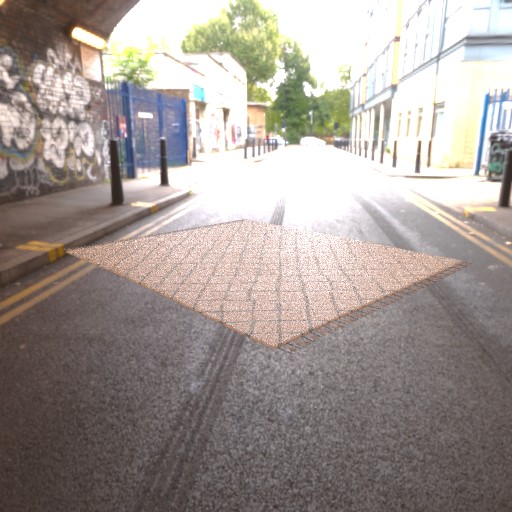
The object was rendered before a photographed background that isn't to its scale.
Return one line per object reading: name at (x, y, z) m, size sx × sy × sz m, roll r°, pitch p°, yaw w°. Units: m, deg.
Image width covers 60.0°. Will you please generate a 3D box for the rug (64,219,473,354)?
rug at (0.000, 0.000, 4.902) m, size 2.892 × 0.036 × 3.585 m, roll -14°, pitch 21°, yaw -42°
